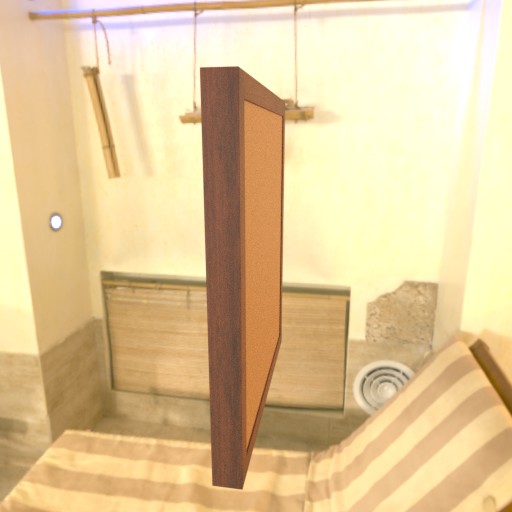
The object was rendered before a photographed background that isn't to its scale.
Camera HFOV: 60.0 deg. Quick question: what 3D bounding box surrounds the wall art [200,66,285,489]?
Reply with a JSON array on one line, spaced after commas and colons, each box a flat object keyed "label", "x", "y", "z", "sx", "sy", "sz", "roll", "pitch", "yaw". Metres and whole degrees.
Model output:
[{"label": "wall art", "x": 0.000, "y": 0.000, "z": 0.541, "sx": 0.030, "sy": 0.381, "sz": 0.330, "roll": 2, "pitch": 15, "yaw": 9}]
